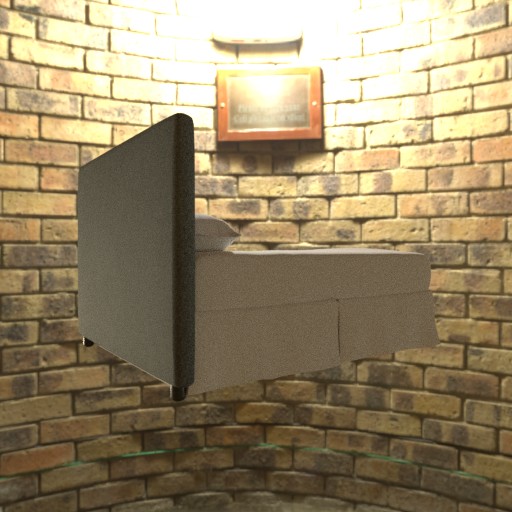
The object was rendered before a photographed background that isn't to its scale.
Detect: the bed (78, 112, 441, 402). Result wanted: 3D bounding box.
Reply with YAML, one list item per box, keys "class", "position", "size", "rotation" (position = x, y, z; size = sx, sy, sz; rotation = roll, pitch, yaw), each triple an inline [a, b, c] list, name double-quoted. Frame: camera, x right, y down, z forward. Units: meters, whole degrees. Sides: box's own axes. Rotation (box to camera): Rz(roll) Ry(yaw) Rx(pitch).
- class: "bed"
  position: [0.000, 0.000, 3.266]
  size: [2.142, 1.330, 1.723]
  rotation: [0, 1, -36]
